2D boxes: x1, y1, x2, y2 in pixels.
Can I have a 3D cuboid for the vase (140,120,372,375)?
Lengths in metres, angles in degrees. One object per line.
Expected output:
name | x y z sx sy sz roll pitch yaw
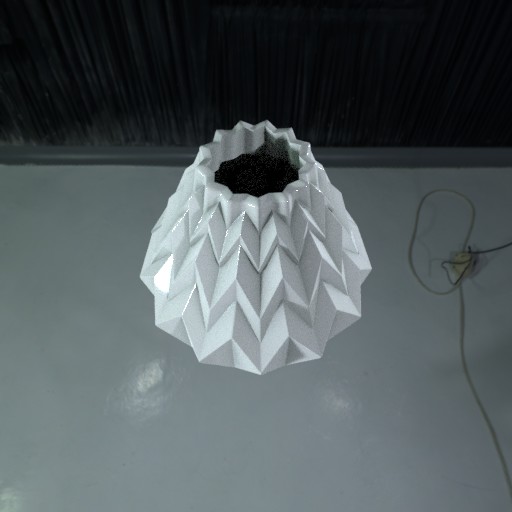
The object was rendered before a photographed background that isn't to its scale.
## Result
vase | 0.000 0.000 0.310 0.164 0.185 0.164 0 57 0
